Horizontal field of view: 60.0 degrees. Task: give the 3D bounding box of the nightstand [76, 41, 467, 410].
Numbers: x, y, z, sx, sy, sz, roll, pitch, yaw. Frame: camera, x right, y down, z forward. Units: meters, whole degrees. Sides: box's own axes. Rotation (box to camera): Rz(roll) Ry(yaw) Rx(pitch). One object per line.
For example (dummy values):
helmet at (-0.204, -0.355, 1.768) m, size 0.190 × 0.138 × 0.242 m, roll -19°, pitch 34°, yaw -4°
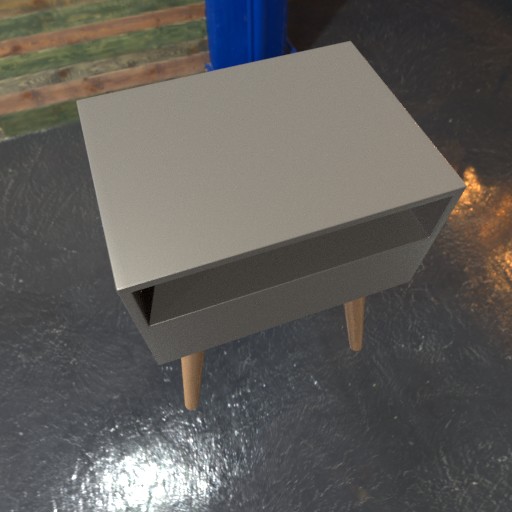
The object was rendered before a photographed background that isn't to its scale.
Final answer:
nightstand at (0.000, 0.000, 0.719) m, size 0.370 × 0.508 × 0.288 m, roll -17°, pitch 59°, yaw -10°
